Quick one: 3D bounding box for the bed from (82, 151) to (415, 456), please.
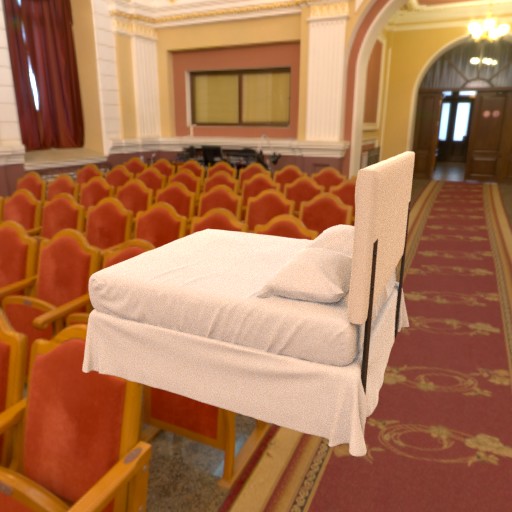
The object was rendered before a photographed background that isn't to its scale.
[{"bbox_3d":[0.000,0.000,3.487,2.222,1.577,1.936,8,18,24],"label":"bed"}]
